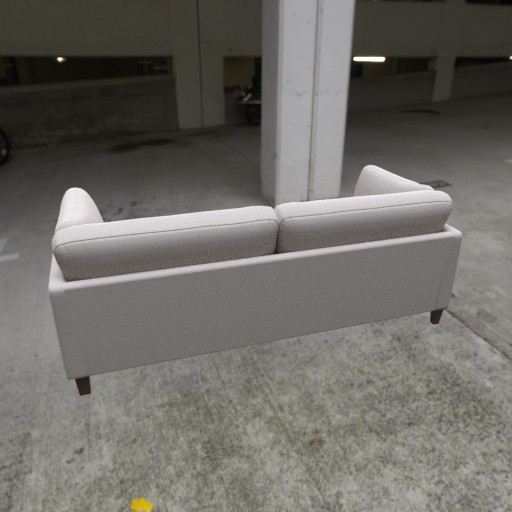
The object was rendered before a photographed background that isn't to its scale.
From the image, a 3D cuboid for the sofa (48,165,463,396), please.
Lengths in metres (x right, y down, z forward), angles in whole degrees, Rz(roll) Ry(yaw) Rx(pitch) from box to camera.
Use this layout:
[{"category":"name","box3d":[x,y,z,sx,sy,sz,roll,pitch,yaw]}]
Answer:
[{"category":"sofa","box3d":[0.000,0.000,2.752,2.301,0.863,0.957,-8,26,-16]}]
